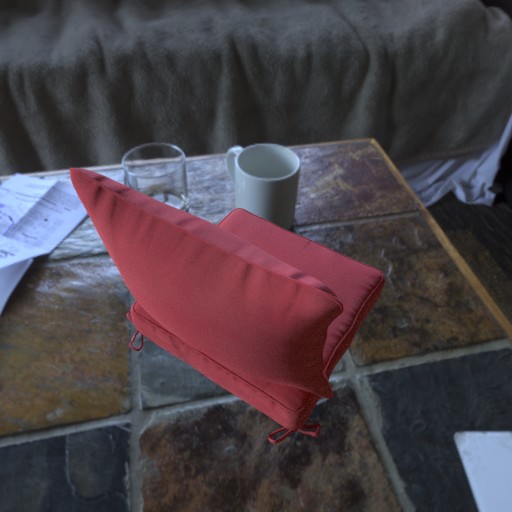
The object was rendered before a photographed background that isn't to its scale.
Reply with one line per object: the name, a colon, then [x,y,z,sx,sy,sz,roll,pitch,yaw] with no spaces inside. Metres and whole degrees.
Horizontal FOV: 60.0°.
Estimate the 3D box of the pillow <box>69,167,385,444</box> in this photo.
pillow: [0.000,0.000,1.392,0.798,0.725,0.733,26,53,22]
